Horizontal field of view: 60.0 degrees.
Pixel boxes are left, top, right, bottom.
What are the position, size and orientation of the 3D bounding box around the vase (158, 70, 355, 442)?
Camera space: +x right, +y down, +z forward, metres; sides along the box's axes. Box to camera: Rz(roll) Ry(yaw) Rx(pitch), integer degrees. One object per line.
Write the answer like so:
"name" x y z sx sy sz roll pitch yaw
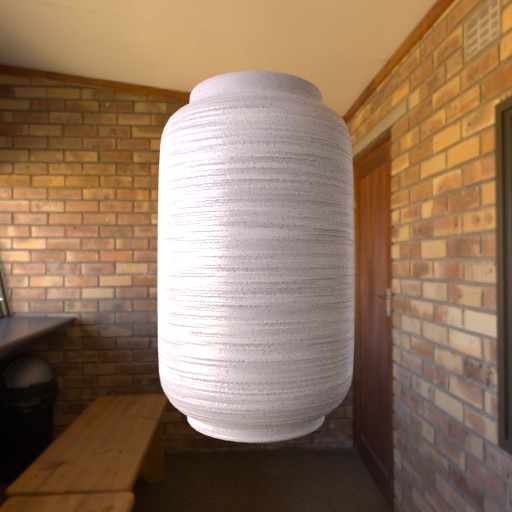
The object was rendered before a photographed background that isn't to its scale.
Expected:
"vase" 0.000 0.000 0.466 0.202 0.335 0.202 0 -1 0
